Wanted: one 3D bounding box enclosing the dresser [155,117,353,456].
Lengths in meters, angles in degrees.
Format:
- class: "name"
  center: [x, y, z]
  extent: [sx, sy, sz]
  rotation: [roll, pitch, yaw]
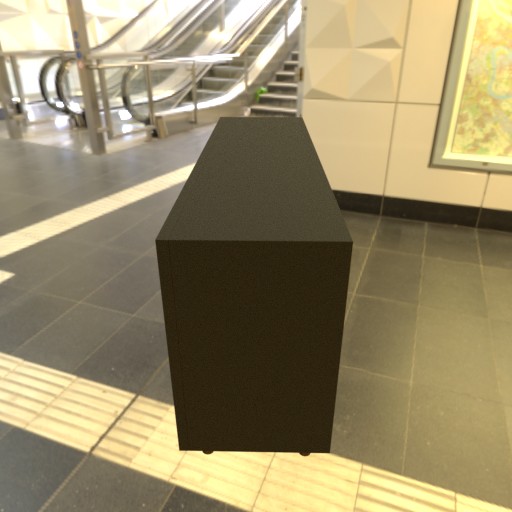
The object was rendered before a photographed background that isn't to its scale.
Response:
- class: "dresser"
  center: [0.000, 0.000, 1.874]
  extent: [0.463, 0.872, 1.558]
  rotation: [1, 27, 1]
